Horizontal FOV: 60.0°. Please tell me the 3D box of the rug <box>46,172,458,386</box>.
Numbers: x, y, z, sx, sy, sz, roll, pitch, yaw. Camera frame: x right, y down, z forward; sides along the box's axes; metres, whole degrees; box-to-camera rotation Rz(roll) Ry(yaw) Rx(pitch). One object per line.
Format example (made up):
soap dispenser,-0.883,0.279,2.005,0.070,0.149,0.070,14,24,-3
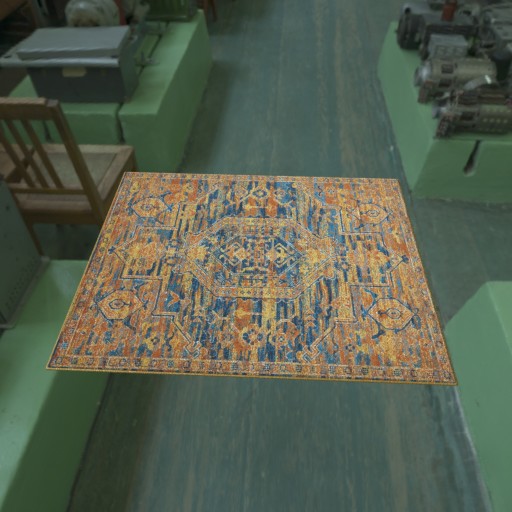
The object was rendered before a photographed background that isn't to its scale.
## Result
rug,0.000,0.000,4.082,3.040,0.031,2.435,2,47,2
